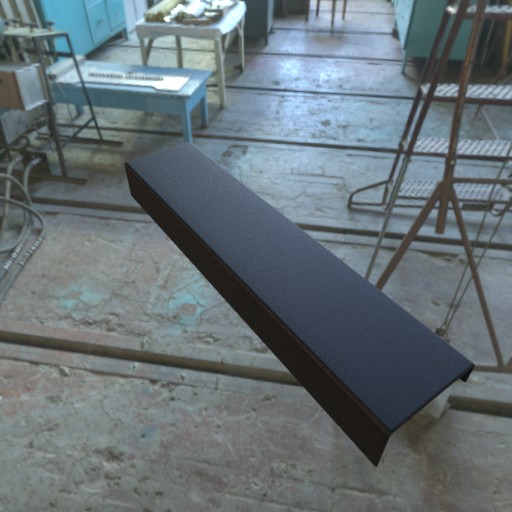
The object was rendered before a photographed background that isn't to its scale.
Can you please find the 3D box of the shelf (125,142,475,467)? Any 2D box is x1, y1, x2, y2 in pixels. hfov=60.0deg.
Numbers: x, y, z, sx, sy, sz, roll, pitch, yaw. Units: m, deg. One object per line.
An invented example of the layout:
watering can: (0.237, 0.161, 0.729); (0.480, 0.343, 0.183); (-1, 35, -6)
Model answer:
shelf: (0.000, 0.000, 0.482); (0.102, 0.053, 0.456); (-25, 48, -26)
